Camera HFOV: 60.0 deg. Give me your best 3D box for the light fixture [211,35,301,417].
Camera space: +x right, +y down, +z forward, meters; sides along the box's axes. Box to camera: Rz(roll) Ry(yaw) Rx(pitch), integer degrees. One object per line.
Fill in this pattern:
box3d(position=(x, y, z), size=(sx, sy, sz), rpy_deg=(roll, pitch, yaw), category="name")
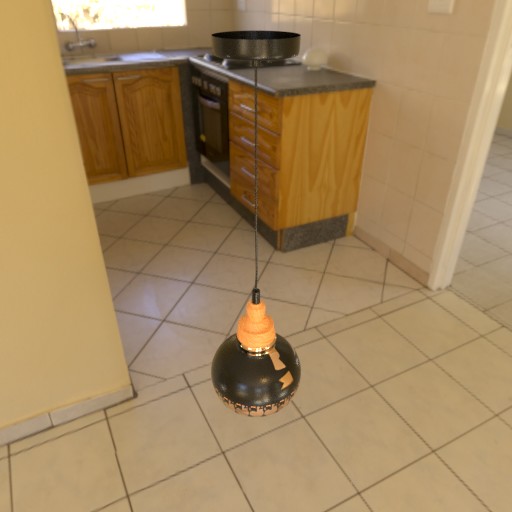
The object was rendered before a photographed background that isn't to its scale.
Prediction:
box3d(position=(0.000, 0.000, 1.790), size=(0.430, 1.606, 0.430), rpy_deg=(-22, 38, -31), category="light fixture")
